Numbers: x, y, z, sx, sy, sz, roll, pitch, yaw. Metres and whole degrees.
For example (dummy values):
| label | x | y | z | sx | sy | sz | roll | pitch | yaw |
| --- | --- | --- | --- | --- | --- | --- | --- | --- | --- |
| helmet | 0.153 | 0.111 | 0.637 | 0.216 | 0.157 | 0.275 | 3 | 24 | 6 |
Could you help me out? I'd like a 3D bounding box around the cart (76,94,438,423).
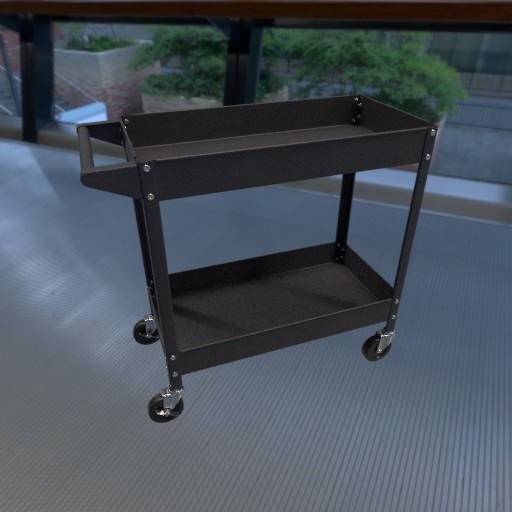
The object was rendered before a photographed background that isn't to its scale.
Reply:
| label | x | y | z | sx | sy | sz | roll | pitch | yaw |
| --- | --- | --- | --- | --- | --- | --- | --- | --- | --- |
| cart | 0.000 | 0.000 | 1.204 | 0.779 | 0.719 | 0.366 | -11 | 34 | -17 |
